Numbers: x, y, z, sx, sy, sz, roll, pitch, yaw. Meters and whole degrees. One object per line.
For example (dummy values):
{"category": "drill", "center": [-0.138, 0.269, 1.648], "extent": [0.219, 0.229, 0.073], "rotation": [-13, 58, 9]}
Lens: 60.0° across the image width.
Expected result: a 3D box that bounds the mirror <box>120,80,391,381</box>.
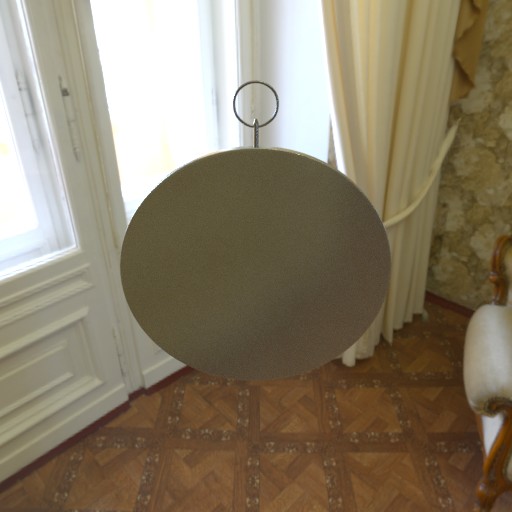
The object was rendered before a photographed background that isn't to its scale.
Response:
{"category": "mirror", "center": [0.000, 0.000, 0.960], "extent": [0.594, 0.713, 0.020], "rotation": [0, 29, -1]}
